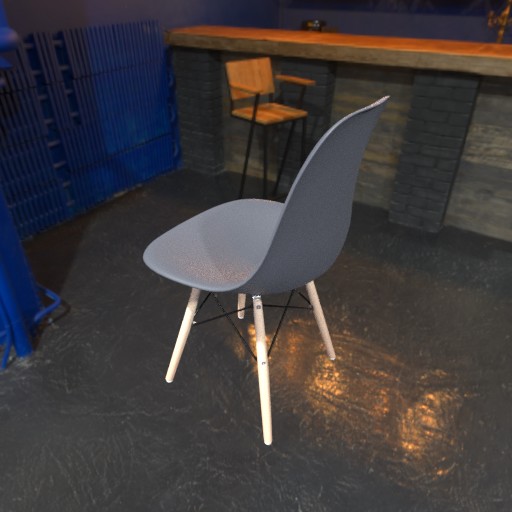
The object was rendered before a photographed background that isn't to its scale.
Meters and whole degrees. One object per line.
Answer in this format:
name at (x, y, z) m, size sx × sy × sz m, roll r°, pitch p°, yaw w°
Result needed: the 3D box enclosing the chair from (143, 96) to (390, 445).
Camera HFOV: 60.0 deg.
chair at (0.000, 0.000, 1.132) m, size 0.533 × 0.826 × 0.470 m, roll 20°, pitch 37°, yaw 29°
